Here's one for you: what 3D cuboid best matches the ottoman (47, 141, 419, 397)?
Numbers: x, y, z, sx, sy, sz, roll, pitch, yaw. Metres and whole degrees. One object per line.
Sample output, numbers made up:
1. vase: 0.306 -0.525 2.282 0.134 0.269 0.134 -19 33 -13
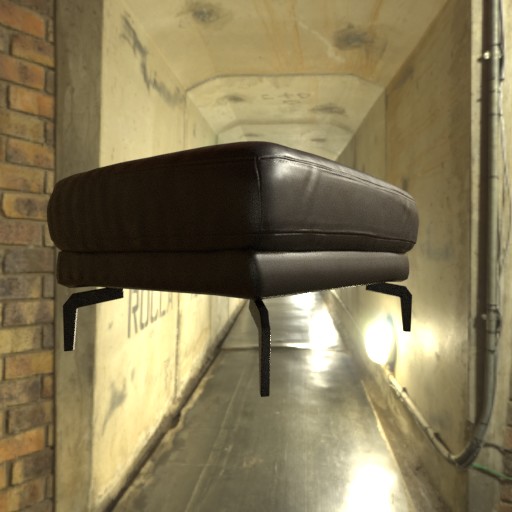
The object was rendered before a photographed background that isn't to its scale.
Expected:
1. ottoman: 0.000 0.000 1.058 0.570 0.402 0.764 0 0 36
